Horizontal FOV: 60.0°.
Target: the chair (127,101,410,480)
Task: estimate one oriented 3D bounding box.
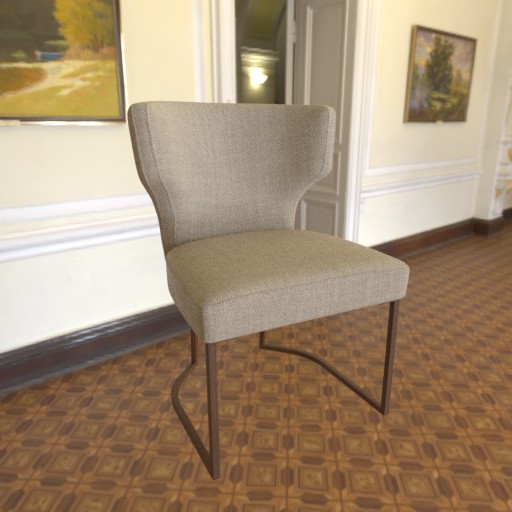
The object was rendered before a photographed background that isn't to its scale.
[{"bbox_3d":[0.000,0.000,1.232,0.611,0.824,0.617,-8,19,-26],"label":"chair"}]
